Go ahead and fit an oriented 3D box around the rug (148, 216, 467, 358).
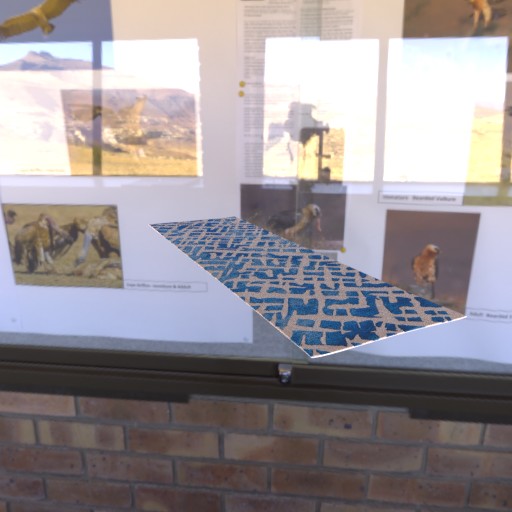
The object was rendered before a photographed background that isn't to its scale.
[{"bbox_3d":[0.000,0.000,2.723,0.768,0.011,2.446,-8,18,-25],"label":"rug"}]
